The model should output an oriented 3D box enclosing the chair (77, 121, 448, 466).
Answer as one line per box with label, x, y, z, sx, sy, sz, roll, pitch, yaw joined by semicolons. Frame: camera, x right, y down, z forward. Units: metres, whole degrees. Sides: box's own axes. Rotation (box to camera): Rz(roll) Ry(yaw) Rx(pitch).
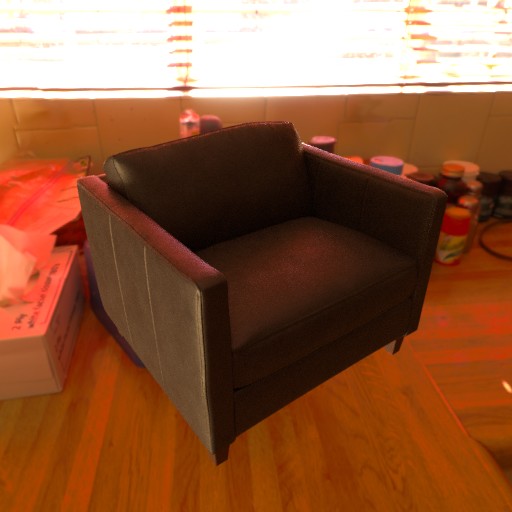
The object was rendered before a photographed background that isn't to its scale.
chair;0.000;0.000;1.590;0.939;0.811;0.862;-20;35;-31
